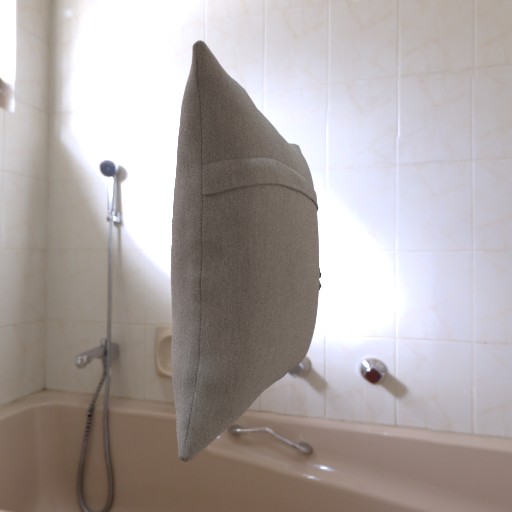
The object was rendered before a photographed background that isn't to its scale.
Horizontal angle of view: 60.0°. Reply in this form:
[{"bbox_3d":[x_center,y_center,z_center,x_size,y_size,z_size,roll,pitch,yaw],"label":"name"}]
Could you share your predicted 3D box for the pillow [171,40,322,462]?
[{"bbox_3d":[0.000,0.000,0.656,0.173,0.436,0.433,0,-1,19],"label":"pillow"}]
